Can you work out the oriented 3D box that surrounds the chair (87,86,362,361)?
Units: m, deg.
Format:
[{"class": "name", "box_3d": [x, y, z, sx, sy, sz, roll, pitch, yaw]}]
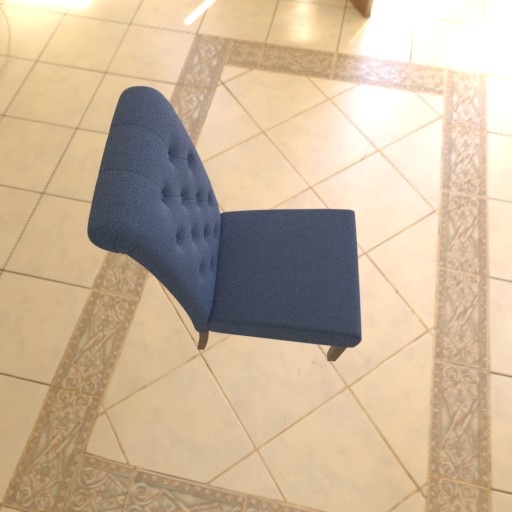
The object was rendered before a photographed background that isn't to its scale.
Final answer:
[{"class": "chair", "box_3d": [0.000, 0.000, 1.379, 0.671, 1.006, 0.456, 3, 64, 1]}]
